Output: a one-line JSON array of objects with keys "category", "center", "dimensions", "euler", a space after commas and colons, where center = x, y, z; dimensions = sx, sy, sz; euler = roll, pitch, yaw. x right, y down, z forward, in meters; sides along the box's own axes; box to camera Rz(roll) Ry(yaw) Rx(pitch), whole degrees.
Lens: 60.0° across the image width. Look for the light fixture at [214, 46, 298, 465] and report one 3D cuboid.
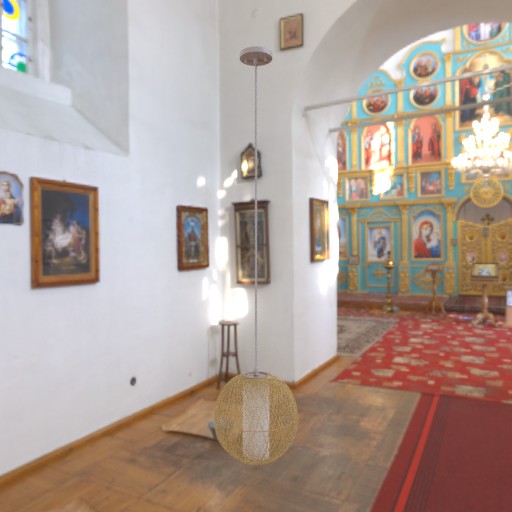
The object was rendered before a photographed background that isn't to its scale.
[{"category": "light fixture", "center": [0.000, 0.000, 2.146], "dimensions": [0.407, 1.955, 0.406], "euler": [0, 0, -17]}]
